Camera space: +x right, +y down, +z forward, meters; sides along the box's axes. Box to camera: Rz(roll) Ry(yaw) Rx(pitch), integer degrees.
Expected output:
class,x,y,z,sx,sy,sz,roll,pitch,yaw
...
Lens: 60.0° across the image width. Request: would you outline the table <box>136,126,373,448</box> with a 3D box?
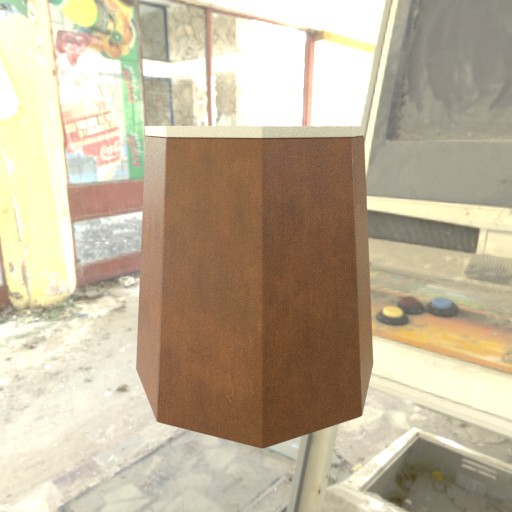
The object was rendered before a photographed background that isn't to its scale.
class,x,y,z,sx,sy,sz,roll,pitch,yaw
table,0.000,0.000,0.812,0.439,0.457,0.439,-8,18,-26
